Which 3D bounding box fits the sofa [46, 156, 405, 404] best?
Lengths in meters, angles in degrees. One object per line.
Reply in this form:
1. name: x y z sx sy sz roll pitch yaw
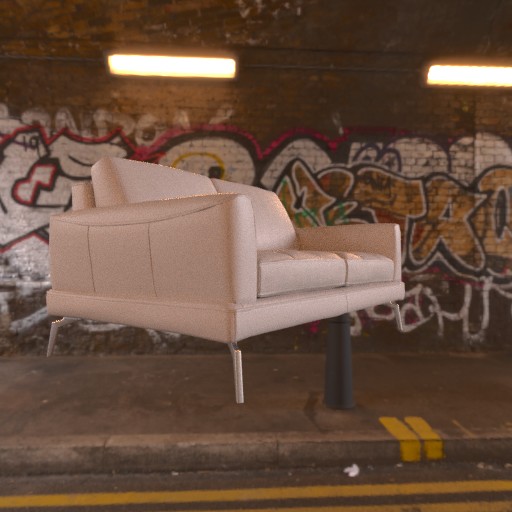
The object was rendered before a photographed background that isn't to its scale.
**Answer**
1. sofa: 0.000 0.000 2.413 1.121 0.930 1.819 0 0 35
